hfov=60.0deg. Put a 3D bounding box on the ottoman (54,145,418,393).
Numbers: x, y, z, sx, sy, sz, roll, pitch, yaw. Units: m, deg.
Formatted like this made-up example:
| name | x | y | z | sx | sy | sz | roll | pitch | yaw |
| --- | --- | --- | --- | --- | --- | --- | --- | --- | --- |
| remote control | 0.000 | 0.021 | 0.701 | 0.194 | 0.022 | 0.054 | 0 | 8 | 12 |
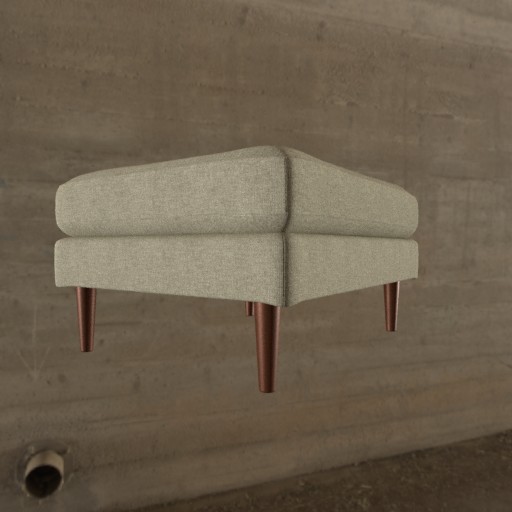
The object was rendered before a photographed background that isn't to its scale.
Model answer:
| name | x | y | z | sx | sy | sz | roll | pitch | yaw |
| --- | --- | --- | --- | --- | --- | --- | --- | --- | --- |
| ottoman | 0.000 | 0.000 | 1.254 | 0.693 | 0.474 | 0.821 | 1 | 1 | 35 |
